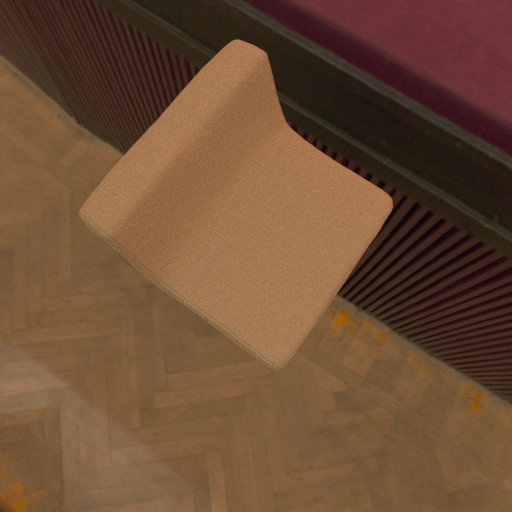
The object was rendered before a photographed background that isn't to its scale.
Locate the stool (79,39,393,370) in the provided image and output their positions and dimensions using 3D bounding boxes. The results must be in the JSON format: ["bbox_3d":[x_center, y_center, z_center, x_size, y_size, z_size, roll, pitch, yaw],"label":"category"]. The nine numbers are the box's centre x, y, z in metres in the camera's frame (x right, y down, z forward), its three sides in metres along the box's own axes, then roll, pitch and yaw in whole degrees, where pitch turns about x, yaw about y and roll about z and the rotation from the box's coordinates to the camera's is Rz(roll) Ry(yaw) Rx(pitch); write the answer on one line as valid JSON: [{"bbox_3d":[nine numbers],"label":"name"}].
[{"bbox_3d":[0.000,0.000,1.328,0.500,1.037,0.511,35,77,9],"label":"stool"}]
